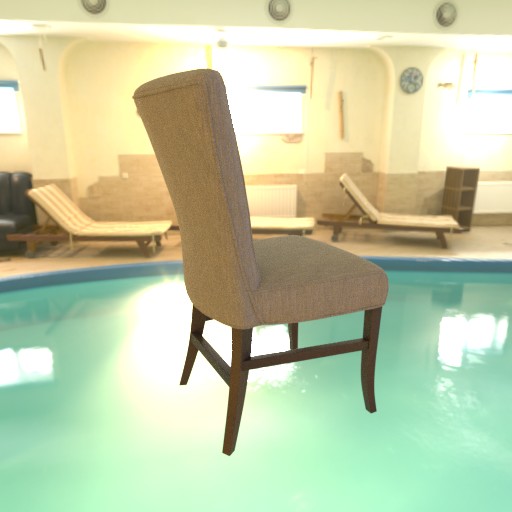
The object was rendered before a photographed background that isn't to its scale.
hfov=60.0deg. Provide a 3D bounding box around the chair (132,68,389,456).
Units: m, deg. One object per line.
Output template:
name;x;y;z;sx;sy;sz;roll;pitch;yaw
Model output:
chair;0.000;0.000;1.355;0.660;0.991;0.520;-8;18;-26
